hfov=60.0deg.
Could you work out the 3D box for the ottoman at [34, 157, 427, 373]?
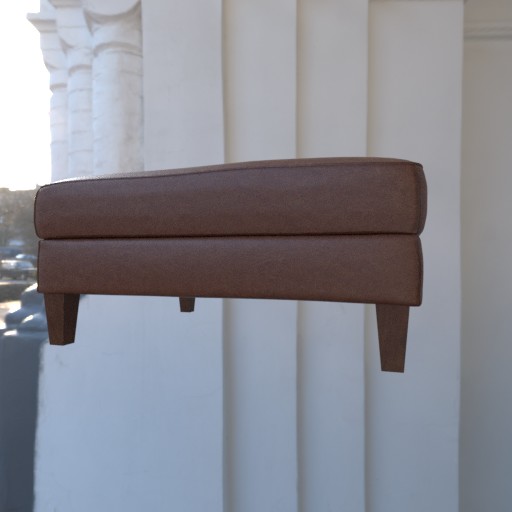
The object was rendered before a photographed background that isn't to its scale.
[{"bbox_3d":[0.000,0.000,1.402,0.987,0.472,0.836,0,0,19],"label":"ottoman"}]
